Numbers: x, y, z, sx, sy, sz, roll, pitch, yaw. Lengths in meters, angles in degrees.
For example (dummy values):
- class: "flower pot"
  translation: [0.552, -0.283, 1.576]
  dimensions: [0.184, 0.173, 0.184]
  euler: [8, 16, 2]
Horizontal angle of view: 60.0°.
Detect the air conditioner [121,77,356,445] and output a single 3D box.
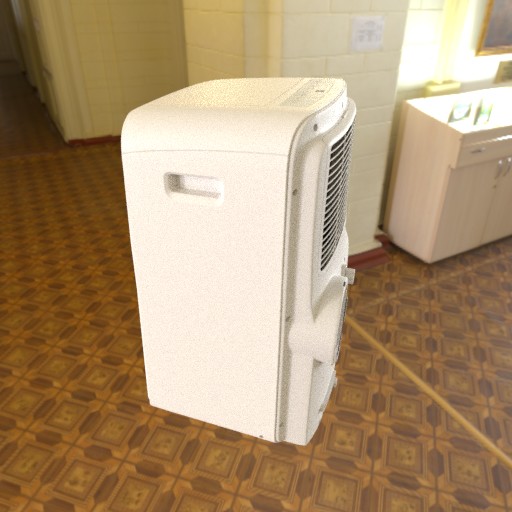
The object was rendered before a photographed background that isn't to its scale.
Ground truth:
- class: "air conditioner"
  translation: [0.000, 0.000, 1.061]
  dimensions: [0.467, 0.765, 0.478]
  euler: [9, 31, 14]
